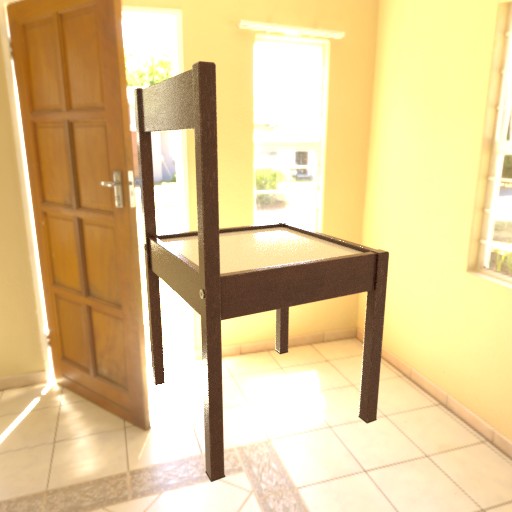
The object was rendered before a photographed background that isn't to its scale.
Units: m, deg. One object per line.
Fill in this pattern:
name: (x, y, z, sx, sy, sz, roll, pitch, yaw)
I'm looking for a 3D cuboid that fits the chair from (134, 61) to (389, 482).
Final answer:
chair: (0.000, 0.000, 0.695, 0.285, 0.505, 0.285, -8, 16, -27)
